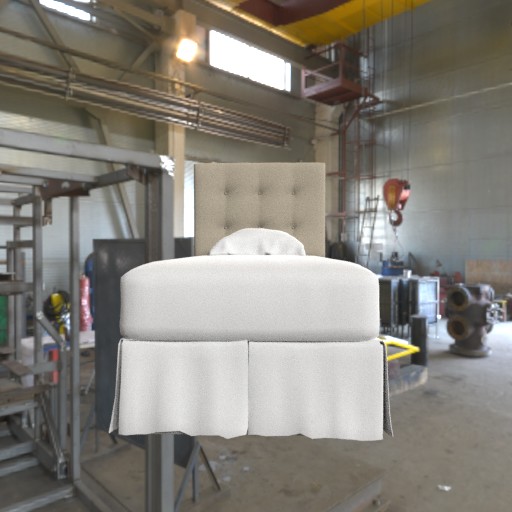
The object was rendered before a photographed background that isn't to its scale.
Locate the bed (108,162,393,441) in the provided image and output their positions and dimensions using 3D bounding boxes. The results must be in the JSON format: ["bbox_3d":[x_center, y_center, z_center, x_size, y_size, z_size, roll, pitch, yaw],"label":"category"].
[{"bbox_3d":[0.000,0.000,2.899,1.261,1.571,1.997,0,1,2],"label":"bed"}]
